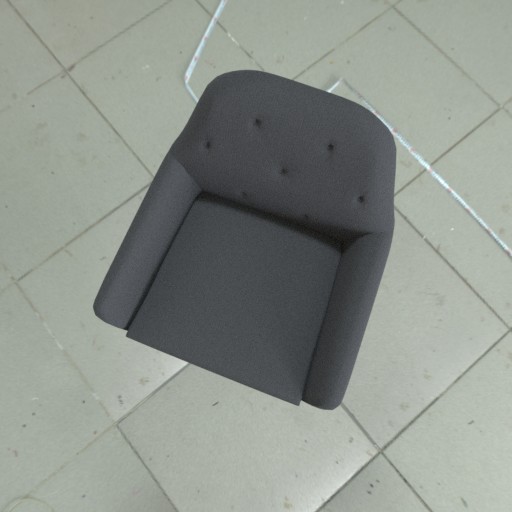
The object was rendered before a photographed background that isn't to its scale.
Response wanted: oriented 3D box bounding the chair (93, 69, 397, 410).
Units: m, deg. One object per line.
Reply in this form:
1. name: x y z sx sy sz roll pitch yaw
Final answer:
1. chair: 0.000 0.000 1.441 0.770 0.800 0.779 21 77 5
